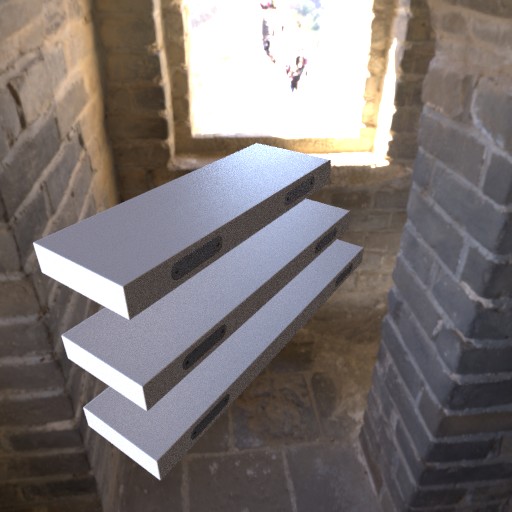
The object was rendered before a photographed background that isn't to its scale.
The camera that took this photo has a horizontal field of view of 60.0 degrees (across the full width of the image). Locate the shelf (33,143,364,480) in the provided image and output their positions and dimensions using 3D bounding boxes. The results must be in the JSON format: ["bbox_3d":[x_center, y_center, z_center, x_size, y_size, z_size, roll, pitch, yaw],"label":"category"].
[{"bbox_3d":[0.000,0.000,0.715,0.140,0.293,0.610,20,37,29],"label":"shelf"}]
